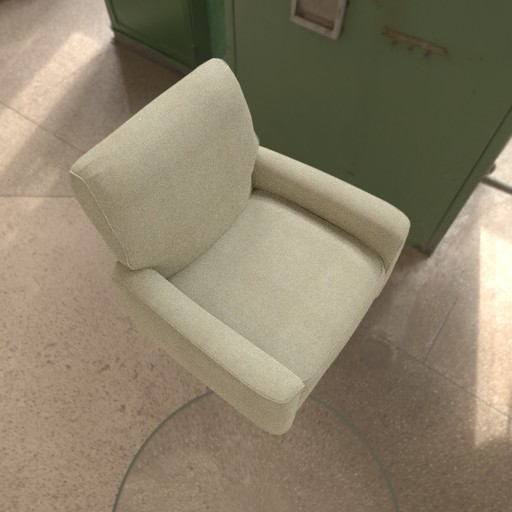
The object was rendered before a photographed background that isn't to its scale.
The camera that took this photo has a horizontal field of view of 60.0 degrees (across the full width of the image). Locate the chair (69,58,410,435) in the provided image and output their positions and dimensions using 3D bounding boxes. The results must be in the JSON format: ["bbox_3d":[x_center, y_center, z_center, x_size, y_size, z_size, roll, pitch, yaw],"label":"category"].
[{"bbox_3d":[0.000,0.000,1.606,0.853,1.006,0.850,32,64,18],"label":"chair"}]
